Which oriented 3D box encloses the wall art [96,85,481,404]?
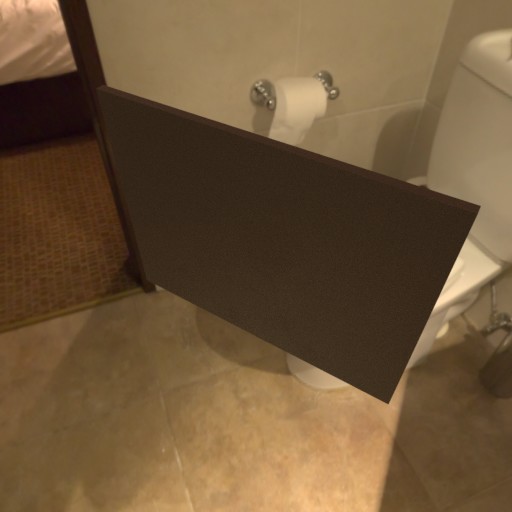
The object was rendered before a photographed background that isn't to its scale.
[{"bbox_3d":[0.000,0.000,1.581,1.207,0.952,0.034,24,50,21],"label":"wall art"}]
